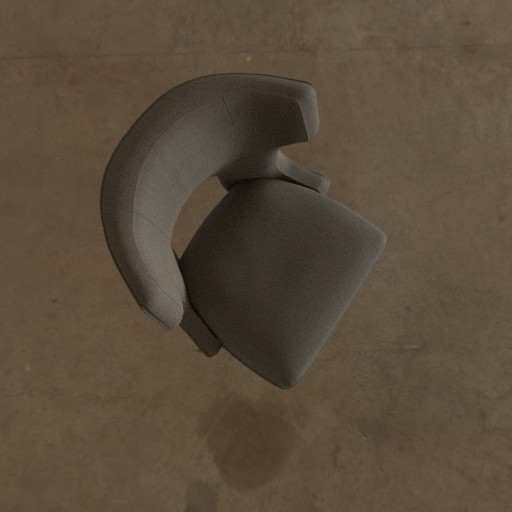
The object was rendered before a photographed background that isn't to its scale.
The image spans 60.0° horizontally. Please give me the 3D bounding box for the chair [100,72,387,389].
[{"bbox_3d":[0.000,0.000,1.235,0.581,0.863,0.595,34,79,8],"label":"chair"}]
